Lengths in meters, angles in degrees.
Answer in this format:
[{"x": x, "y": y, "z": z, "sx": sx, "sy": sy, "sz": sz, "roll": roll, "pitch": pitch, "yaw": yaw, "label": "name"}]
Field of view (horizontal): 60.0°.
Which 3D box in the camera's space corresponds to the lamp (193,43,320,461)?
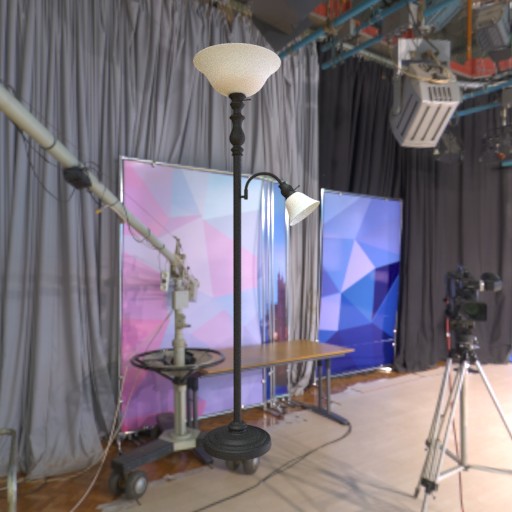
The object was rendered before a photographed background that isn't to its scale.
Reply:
[{"x": 0.000, "y": 0.000, "z": 2.047, "sx": 0.588, "sy": 1.793, "sz": 0.405, "roll": 0, "pitch": 1, "yaw": 17, "label": "lamp"}]
